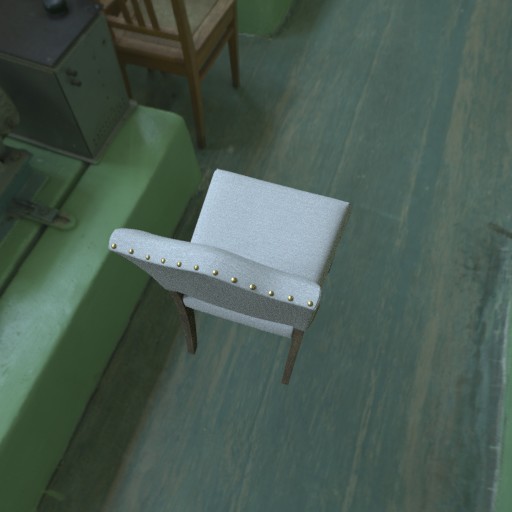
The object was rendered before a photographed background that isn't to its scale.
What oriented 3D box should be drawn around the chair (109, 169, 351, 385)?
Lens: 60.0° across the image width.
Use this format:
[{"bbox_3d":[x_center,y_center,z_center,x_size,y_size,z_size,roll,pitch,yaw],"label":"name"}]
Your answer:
[{"bbox_3d":[0.000,0.000,1.399,0.508,1.020,0.620,16,64,8],"label":"chair"}]
